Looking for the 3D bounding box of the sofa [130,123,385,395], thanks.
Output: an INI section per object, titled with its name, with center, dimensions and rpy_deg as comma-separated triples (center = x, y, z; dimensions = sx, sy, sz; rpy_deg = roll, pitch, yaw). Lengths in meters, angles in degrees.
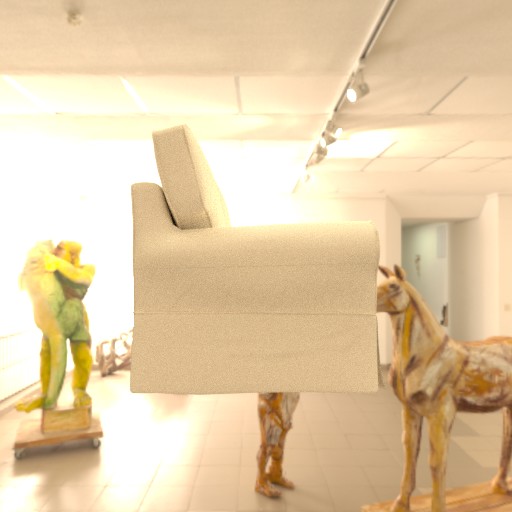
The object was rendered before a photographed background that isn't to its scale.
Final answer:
[sofa]
center = 0.000, 0.000, 2.443
dimensions = 0.862, 0.937, 2.021
rpy_deg = 0, -1, 0
